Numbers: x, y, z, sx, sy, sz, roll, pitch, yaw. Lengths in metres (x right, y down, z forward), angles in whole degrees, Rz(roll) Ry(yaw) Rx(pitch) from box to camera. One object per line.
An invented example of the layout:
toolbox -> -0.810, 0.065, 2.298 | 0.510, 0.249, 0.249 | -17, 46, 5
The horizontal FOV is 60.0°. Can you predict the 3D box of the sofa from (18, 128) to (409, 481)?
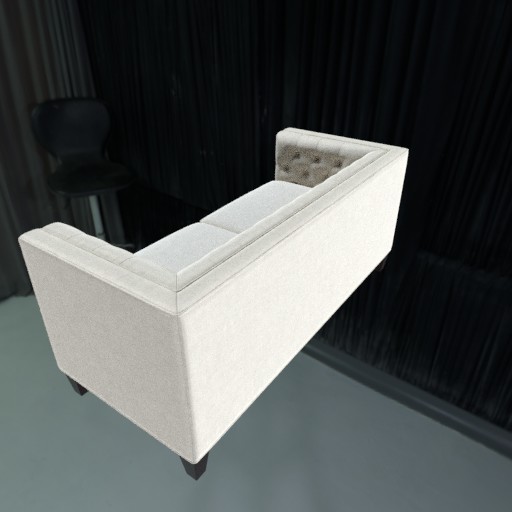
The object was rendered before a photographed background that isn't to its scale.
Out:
sofa -> 0.000, 0.000, 2.151 | 0.775, 0.762, 1.778 | 20, 36, 30
